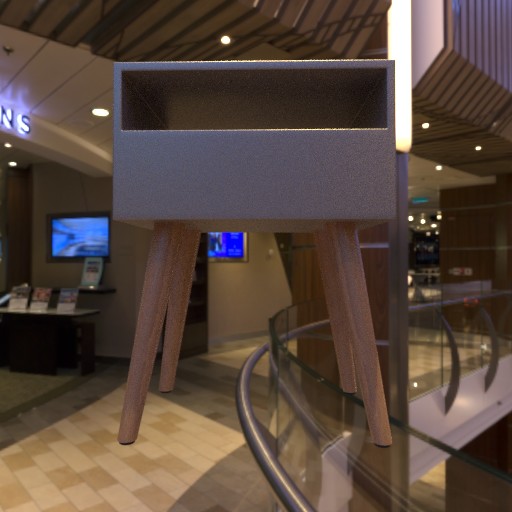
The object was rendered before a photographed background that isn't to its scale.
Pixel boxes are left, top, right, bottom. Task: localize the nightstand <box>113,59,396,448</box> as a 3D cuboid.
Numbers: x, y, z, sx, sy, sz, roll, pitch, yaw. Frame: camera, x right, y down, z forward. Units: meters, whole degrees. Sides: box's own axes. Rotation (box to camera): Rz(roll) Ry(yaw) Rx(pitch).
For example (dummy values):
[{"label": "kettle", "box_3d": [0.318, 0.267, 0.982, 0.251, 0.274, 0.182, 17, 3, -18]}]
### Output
[{"label": "nightstand", "box_3d": [0.000, 0.000, 0.720, 0.370, 0.508, 0.288, 0, -1, 1]}]
